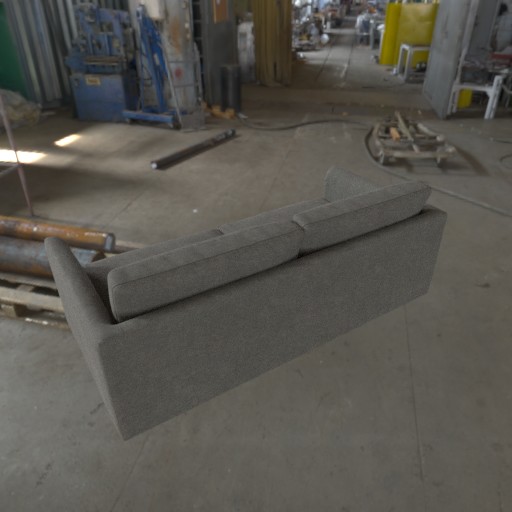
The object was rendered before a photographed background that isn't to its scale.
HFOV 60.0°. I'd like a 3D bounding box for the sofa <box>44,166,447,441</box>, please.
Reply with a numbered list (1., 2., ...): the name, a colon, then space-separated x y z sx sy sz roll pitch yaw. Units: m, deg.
1. sofa: 0.000 0.000 2.806 2.257 0.838 1.092 -19 36 -28
